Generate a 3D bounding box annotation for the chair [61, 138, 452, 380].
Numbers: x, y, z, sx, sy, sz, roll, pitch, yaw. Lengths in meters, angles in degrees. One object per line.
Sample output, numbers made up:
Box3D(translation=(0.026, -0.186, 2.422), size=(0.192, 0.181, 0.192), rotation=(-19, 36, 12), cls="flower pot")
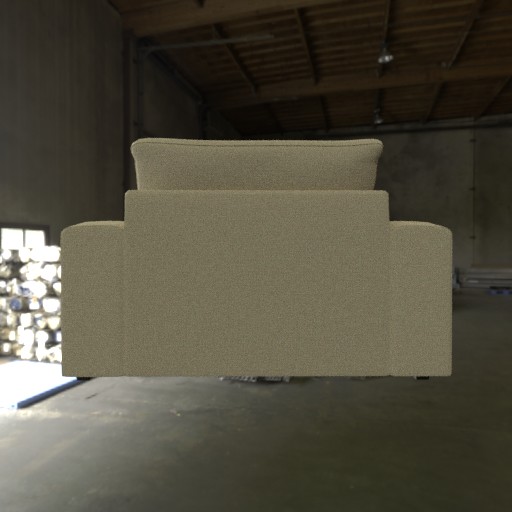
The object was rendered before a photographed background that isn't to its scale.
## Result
Box3D(translation=(0.000, 0.000, 2.091), size=(1.398, 0.915, 1.039), rotation=(0, 1, 0), cls="chair")
